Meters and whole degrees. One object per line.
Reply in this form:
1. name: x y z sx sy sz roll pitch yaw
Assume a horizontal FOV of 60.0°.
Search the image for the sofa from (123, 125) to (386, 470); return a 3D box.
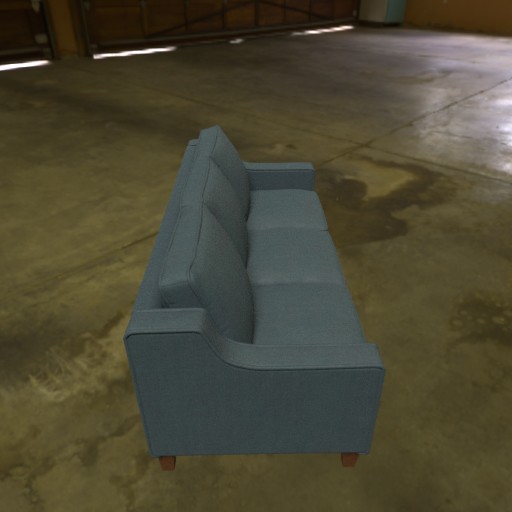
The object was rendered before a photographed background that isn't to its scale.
1. sofa: 0.000 0.000 2.458 0.911 0.974 1.986 -1 32 -1
